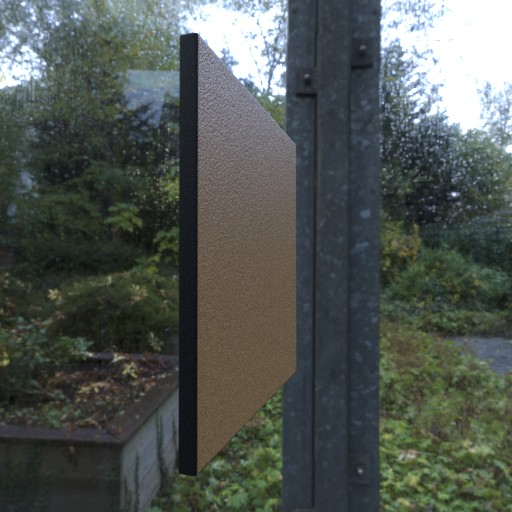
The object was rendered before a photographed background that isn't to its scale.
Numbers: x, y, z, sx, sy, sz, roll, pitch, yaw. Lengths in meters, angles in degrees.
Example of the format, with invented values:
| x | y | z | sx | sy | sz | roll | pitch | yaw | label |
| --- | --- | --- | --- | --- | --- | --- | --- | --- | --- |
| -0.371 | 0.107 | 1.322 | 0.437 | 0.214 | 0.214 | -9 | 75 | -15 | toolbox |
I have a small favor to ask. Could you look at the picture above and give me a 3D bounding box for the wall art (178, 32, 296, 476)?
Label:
| x | y | z | sx | sy | sz | roll | pitch | yaw | label |
| --- | --- | --- | --- | --- | --- | --- | --- | --- | --- |
| 0.000 | 0.000 | 0.670 | 0.022 | 0.453 | 0.456 | 0 | -1 | 18 | wall art |
